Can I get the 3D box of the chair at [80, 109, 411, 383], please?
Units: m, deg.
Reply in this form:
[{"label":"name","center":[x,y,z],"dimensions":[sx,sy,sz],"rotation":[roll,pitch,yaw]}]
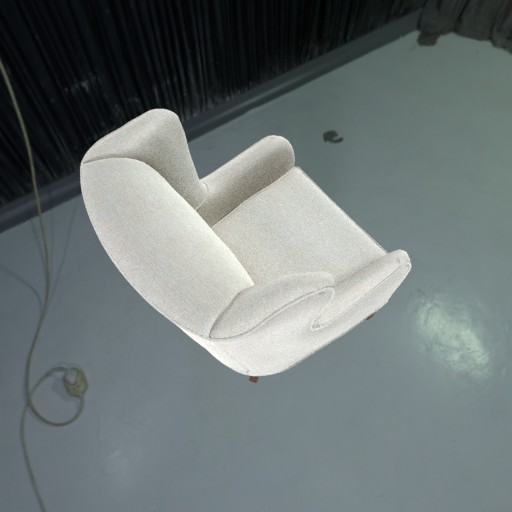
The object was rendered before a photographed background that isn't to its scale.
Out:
[{"label":"chair","center":[0.000,0.000,1.748],"dimensions":[0.966,1.040,0.838],"rotation":[-33,65,-17]}]
